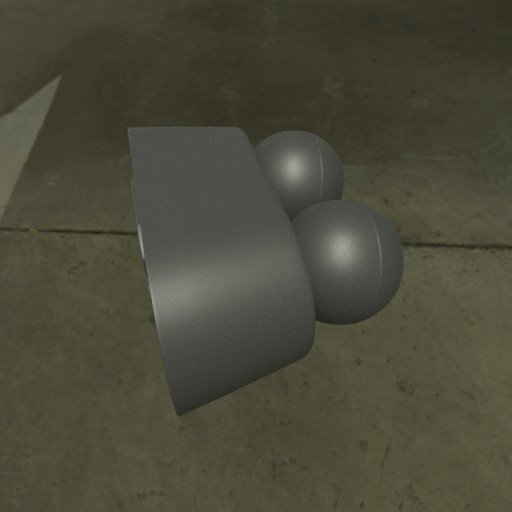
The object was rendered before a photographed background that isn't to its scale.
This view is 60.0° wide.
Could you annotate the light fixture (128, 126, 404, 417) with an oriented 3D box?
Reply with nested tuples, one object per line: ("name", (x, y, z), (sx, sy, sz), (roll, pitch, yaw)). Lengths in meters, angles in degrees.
("light fixture", (0.000, 0.000, 0.337), (0.159, 0.159, 0.229), (-11, 45, -11))
